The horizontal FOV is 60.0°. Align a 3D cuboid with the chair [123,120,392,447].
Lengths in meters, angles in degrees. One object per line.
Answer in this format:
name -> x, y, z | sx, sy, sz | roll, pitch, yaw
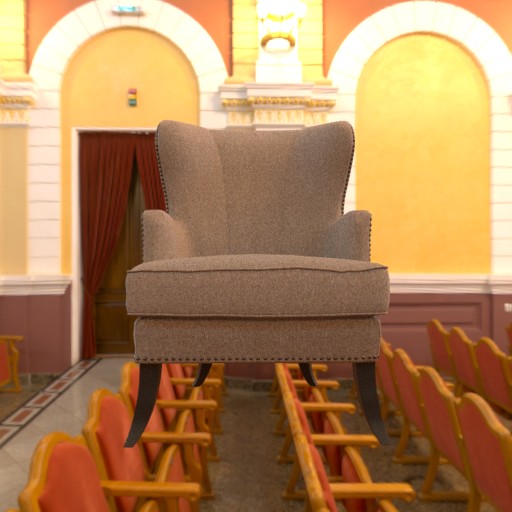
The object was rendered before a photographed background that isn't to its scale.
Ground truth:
chair -> 0.000, 0.000, 1.587 | 0.759, 1.060, 0.758 | 0, 1, -1
